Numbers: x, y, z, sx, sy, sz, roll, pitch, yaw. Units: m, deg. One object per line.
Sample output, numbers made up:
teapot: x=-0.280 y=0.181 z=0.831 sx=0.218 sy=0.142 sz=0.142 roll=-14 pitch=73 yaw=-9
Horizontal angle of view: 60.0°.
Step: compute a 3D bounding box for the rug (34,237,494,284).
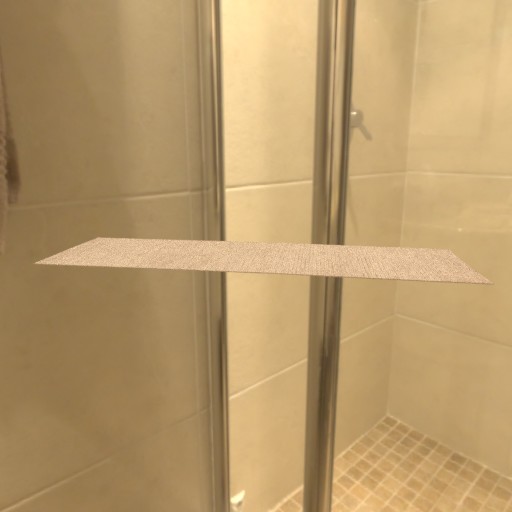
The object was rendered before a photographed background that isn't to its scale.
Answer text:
rug: x=0.000 y=0.000 z=2.570 sx=2.346 sy=0.013 sz=0.712 roll=2 pitch=14 yaw=9
